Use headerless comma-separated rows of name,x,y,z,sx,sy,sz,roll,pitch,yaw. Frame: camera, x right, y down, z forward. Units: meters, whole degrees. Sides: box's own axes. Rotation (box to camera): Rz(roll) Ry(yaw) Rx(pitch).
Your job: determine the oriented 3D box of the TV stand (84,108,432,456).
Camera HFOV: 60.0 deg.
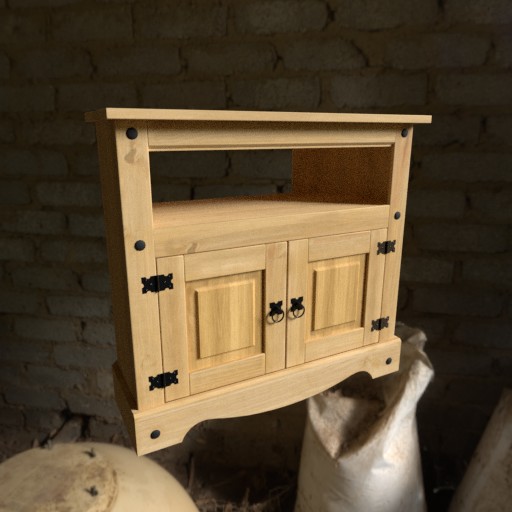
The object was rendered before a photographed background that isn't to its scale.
TV stand,0.000,0.000,1.292,0.851,0.781,0.425,-8,18,-27
